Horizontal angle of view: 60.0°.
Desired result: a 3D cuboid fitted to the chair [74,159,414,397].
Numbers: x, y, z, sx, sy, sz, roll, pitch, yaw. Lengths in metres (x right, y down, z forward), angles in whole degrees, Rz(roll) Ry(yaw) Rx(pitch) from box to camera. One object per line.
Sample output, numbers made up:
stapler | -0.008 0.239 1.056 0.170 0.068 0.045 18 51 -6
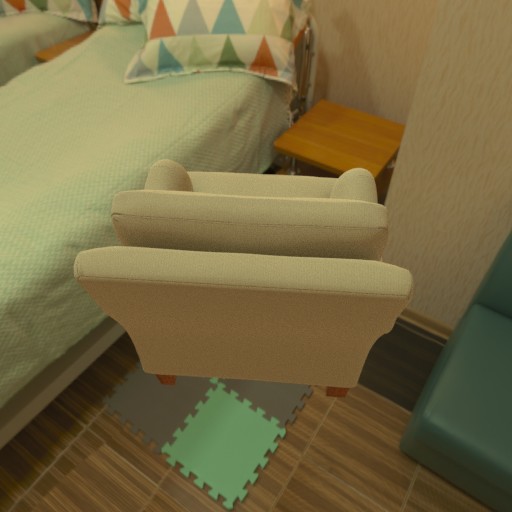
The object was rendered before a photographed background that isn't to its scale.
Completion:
chair | 0.000 0.000 1.809 0.955 1.038 1.070 3 47 3
